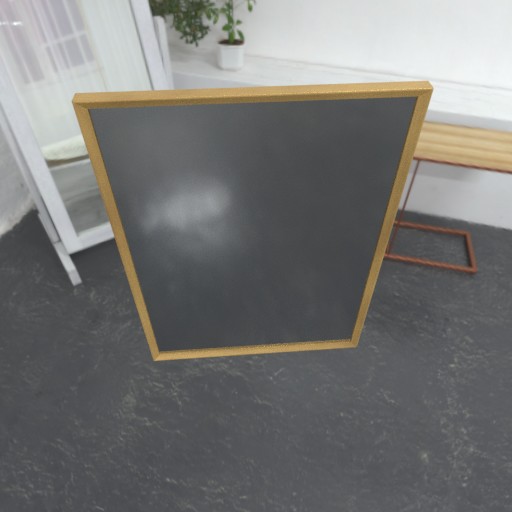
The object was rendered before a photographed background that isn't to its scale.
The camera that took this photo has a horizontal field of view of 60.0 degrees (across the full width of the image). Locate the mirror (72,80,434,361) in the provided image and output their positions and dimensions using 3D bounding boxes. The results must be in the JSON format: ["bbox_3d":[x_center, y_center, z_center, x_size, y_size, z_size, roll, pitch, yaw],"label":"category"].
[{"bbox_3d":[0.000,0.000,1.308,0.762,1.016,0.041,-3,46,-3],"label":"mirror"}]
